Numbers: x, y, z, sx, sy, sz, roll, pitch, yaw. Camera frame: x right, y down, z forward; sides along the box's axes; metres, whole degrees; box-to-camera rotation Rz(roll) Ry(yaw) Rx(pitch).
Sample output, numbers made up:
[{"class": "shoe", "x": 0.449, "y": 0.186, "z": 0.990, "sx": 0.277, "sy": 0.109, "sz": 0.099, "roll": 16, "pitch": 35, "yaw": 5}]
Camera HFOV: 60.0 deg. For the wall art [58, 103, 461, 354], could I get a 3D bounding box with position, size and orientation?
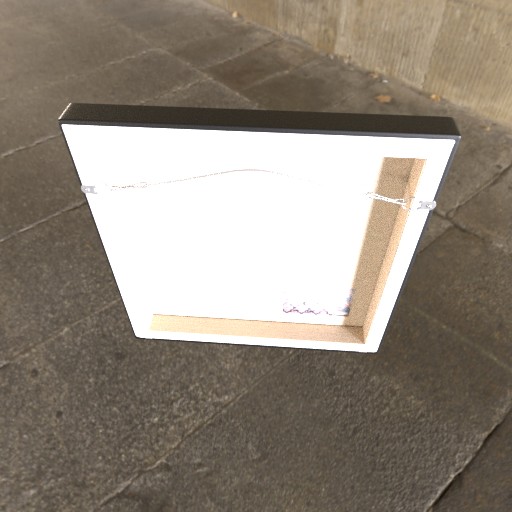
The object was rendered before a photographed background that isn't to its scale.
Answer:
[{"class": "wall art", "x": 0.000, "y": 0.000, "z": 0.600, "sx": 0.406, "sy": 0.407, "sz": 0.041, "roll": 3, "pitch": 47, "yaw": 3}]
